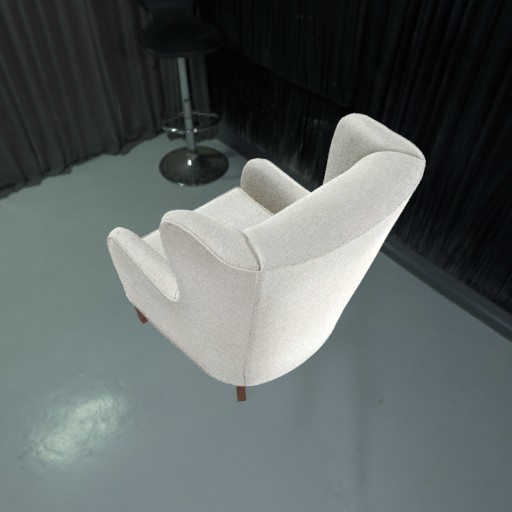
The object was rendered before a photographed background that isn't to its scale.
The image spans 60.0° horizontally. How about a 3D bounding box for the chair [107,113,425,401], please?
[{"bbox_3d":[0.000,0.000,1.769,0.838,1.040,0.966,-33,54,-28],"label":"chair"}]
